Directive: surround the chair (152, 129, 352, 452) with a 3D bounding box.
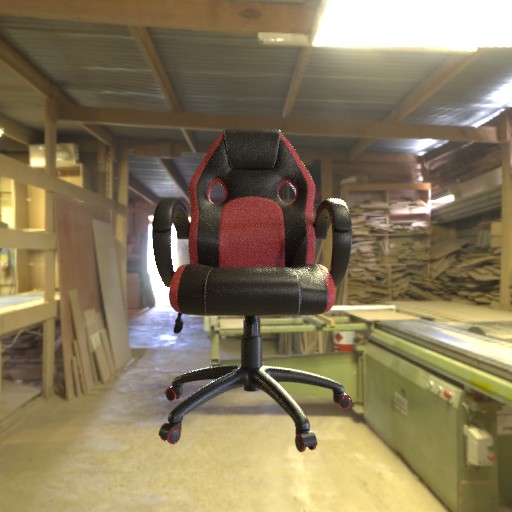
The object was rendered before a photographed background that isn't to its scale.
[{"bbox_3d":[0.000,0.000,1.704,0.750,1.189,0.783,0,-1,-1],"label":"chair"}]
